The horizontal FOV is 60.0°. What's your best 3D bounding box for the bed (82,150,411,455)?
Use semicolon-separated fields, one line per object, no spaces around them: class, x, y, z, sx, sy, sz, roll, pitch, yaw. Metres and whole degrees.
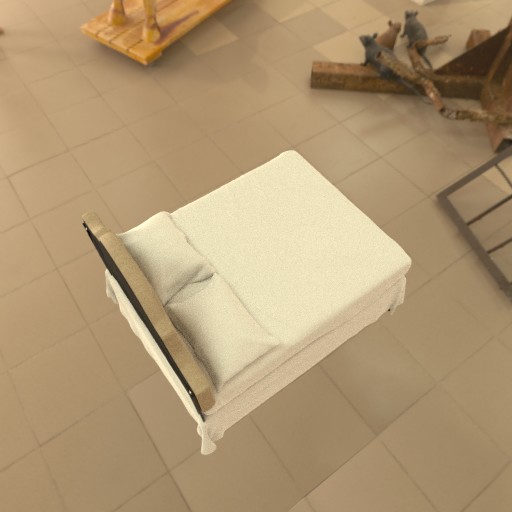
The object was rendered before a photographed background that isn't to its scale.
bed;0.000;0.000;3.490;2.222;1.634;1.780;-31;63;-18
